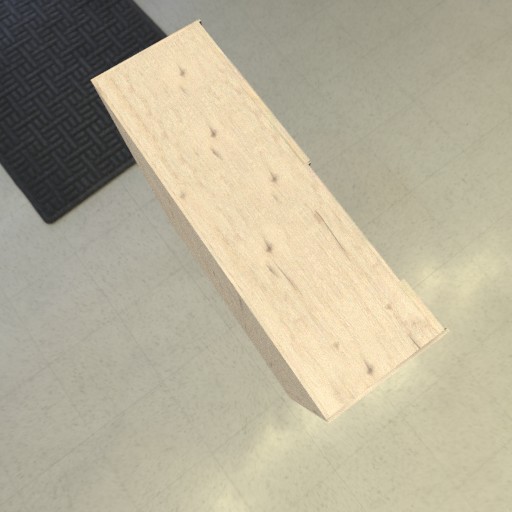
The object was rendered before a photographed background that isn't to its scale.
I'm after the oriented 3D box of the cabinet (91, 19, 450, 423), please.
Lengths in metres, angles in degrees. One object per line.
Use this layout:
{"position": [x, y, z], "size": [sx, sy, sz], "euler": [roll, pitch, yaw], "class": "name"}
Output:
{"position": [0.000, 0.000, 3.142], "size": [0.660, 2.180, 2.000], "euler": [-34, 77, -9], "class": "cabinet"}
